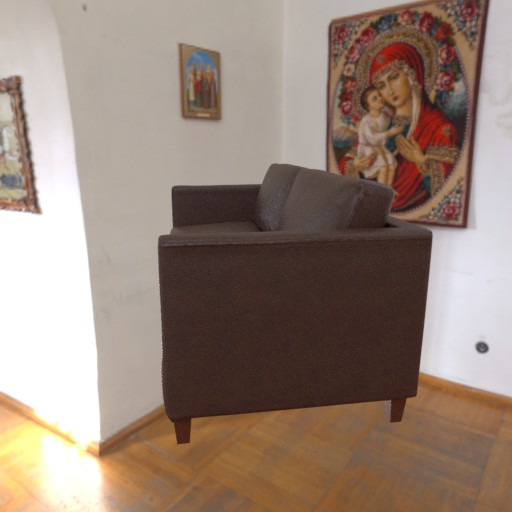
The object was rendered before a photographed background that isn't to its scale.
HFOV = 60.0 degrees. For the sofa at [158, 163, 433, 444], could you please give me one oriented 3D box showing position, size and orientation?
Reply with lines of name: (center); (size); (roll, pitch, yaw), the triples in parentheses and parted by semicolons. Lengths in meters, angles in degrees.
sofa: (0.000, 0.000, 2.374); (0.951, 0.933, 1.883); (-2, 14, -9)
